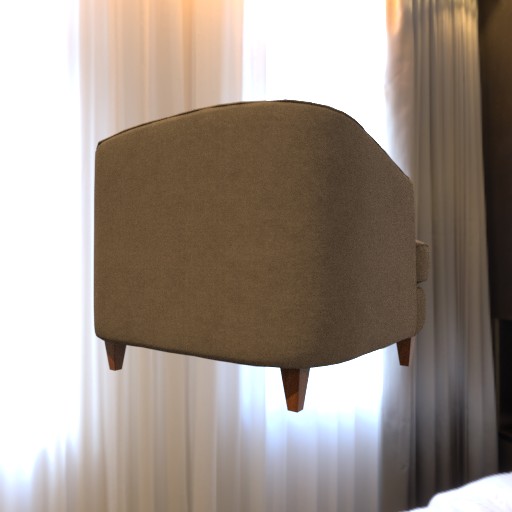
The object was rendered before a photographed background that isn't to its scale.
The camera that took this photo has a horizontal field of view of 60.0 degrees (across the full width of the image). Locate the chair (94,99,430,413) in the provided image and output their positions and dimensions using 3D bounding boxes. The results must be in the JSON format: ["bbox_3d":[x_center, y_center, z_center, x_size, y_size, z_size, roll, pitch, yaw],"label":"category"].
[{"bbox_3d":[0.000,0.000,1.724,1.104,0.852,0.941,-1,-1,36],"label":"chair"}]
